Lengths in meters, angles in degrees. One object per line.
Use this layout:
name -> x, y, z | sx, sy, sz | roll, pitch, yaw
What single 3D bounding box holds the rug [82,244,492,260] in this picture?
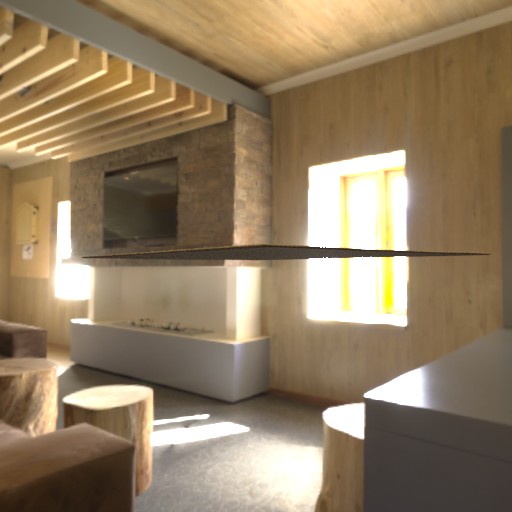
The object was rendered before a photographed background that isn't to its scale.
rug -> 0.000, 0.000, 5.040 | 2.782, 0.025, 3.935 | 1, -2, -36
